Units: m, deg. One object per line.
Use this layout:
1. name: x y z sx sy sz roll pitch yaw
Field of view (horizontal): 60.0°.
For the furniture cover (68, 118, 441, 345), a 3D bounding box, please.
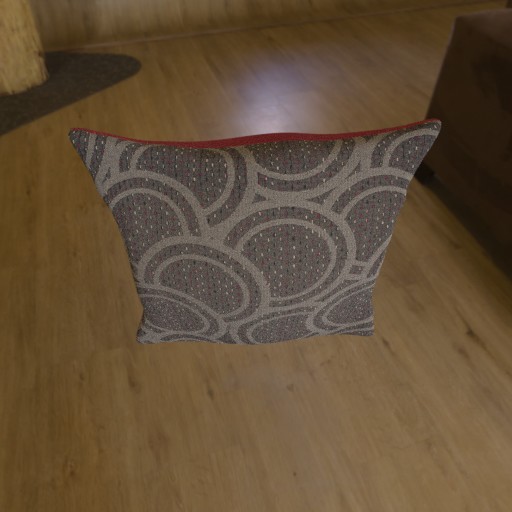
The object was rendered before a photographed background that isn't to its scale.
1. furniture cover: 0.000 0.000 0.787 0.514 0.513 0.163 -2 46 -2
